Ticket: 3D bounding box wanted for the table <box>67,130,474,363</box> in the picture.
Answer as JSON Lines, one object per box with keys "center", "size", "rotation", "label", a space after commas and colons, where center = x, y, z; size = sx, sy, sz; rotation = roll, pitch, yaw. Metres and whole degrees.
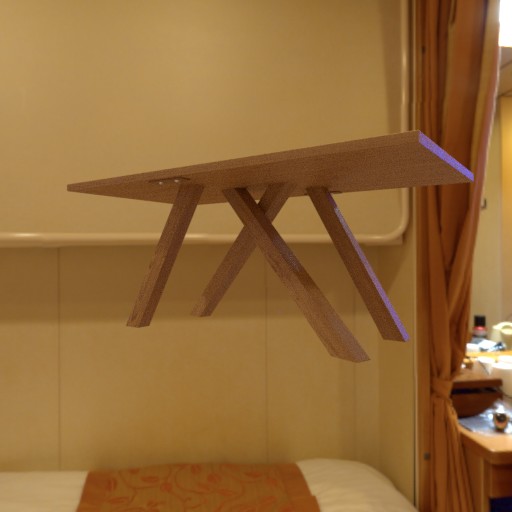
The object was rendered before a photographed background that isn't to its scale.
{"center": [0.000, 0.000, 2.179], "size": [1.797, 0.750, 0.901], "rotation": [0, 1, 35], "label": "table"}
